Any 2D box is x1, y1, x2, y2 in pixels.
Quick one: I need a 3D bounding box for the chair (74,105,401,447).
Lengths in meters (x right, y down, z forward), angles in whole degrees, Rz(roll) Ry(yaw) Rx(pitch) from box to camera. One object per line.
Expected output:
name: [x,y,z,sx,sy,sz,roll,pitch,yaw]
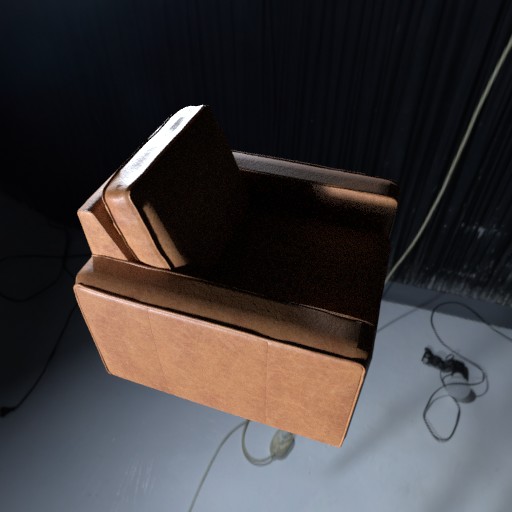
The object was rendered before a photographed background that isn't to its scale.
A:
chair: [0.000,0.000,1.748,1.027,0.901,0.987,11,46,11]
